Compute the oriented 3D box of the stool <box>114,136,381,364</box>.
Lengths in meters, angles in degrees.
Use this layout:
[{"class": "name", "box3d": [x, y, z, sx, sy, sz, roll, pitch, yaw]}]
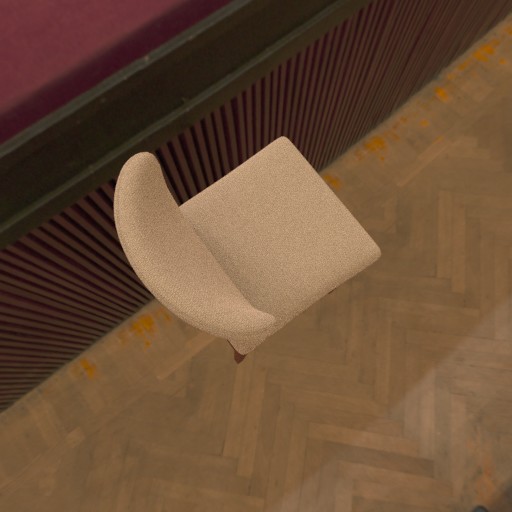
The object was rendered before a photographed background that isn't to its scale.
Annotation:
[{"class": "stool", "box3d": [0.000, 0.000, 1.397, 0.568, 1.069, 0.481, -36, 79, -8]}]
